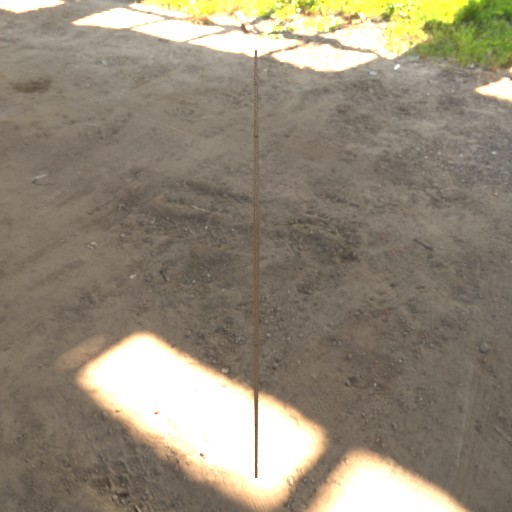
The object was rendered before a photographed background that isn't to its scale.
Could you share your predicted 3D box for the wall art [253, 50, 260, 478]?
[{"bbox_3d":[0.000,0.000,1.340,0.010,0.917,0.919,0,41,0],"label":"wall art"}]
